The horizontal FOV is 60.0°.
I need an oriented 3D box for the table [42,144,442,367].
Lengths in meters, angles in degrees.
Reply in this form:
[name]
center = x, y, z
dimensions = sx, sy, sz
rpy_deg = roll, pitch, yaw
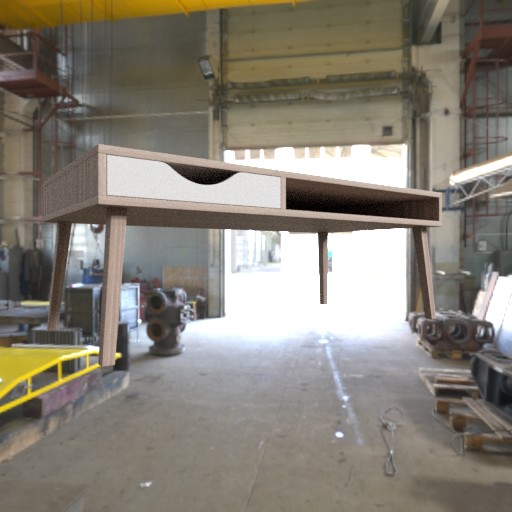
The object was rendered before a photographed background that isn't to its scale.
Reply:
[table]
center = 0.000, 0.000, 1.475
dimensions = 1.200, 0.450, 0.600
rpy_deg = 0, 0, -35
